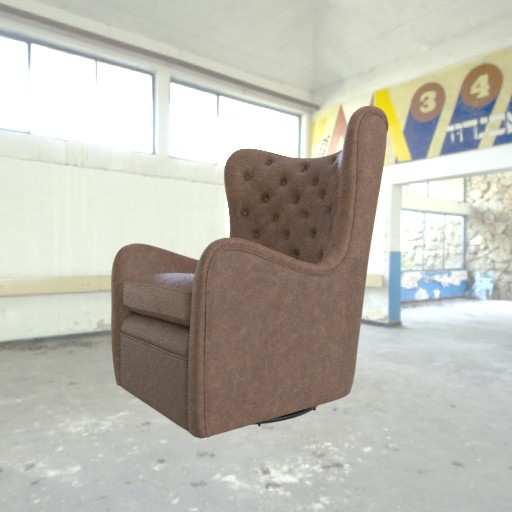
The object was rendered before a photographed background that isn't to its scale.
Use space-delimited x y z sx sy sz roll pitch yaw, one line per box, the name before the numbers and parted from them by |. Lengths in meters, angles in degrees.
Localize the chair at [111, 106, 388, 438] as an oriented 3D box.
chair | 0.000 0.000 1.765 0.930 1.079 0.831 0 0 -37
